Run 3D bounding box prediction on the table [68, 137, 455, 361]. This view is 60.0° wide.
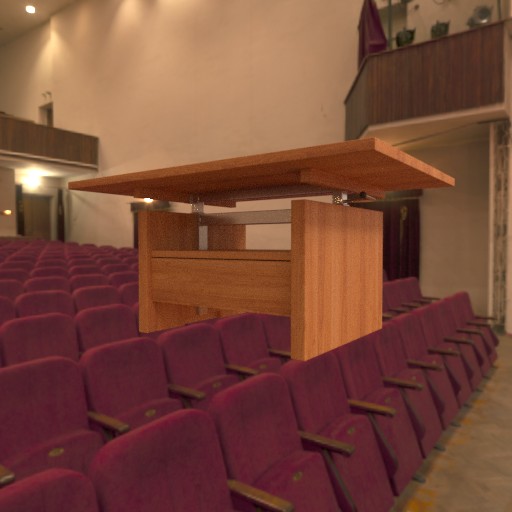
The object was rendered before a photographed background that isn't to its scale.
[{"bbox_3d":[0.000,0.000,1.499,1.100,0.510,0.700,1,2,36],"label":"table"}]
